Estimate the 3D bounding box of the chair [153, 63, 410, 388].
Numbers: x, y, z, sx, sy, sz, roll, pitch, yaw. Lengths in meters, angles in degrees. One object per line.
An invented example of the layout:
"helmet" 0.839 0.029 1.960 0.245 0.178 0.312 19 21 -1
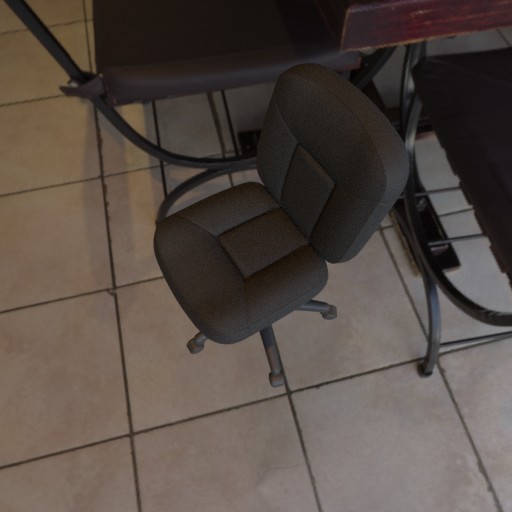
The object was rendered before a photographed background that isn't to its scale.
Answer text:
"chair" 0.000 0.000 1.361 0.610 0.972 0.610 -29 66 -14
